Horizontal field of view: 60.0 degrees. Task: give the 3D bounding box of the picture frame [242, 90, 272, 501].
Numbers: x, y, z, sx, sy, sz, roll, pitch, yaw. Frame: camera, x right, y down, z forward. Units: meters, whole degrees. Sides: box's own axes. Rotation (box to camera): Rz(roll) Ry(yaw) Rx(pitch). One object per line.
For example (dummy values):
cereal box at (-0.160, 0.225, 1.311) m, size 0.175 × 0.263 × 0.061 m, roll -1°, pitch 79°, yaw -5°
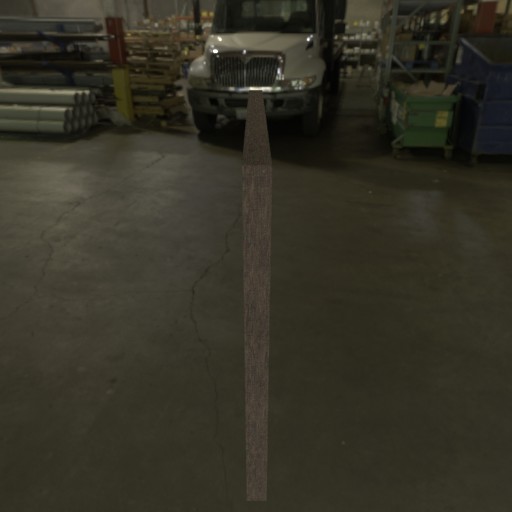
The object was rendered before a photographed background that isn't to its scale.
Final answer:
picture frame at (0.000, 0.000, 0.732) m, size 0.026 × 0.455 × 0.546 m, roll 0°, pitch 27°, yaw 0°
